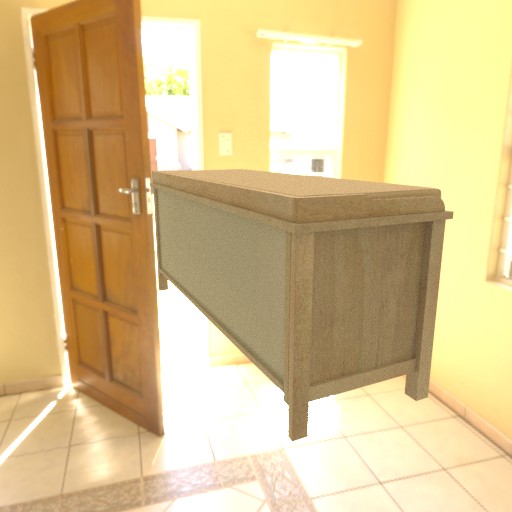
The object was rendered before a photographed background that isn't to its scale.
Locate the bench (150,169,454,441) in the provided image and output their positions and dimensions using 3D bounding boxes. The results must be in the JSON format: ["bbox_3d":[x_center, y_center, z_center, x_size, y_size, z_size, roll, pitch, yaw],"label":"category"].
[{"bbox_3d":[0.000,0.000,1.421,0.398,0.501,1.140,-7,15,-25],"label":"bench"}]
